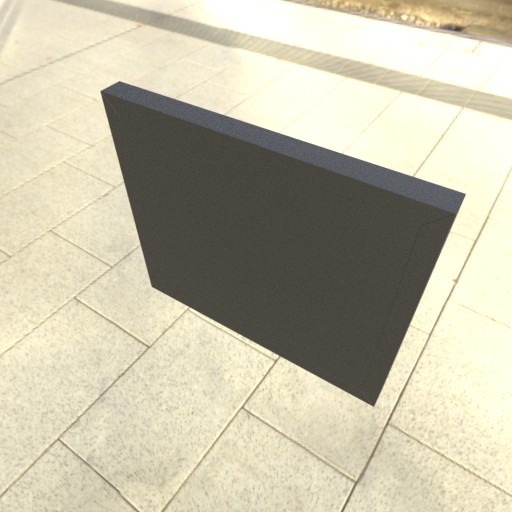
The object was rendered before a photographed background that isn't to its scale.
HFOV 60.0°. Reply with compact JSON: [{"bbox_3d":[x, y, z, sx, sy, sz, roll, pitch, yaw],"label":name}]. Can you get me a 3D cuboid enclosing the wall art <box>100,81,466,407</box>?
[{"bbox_3d":[0.000,0.000,0.537,0.381,0.330,0.029,24,51,22],"label":"wall art"}]
